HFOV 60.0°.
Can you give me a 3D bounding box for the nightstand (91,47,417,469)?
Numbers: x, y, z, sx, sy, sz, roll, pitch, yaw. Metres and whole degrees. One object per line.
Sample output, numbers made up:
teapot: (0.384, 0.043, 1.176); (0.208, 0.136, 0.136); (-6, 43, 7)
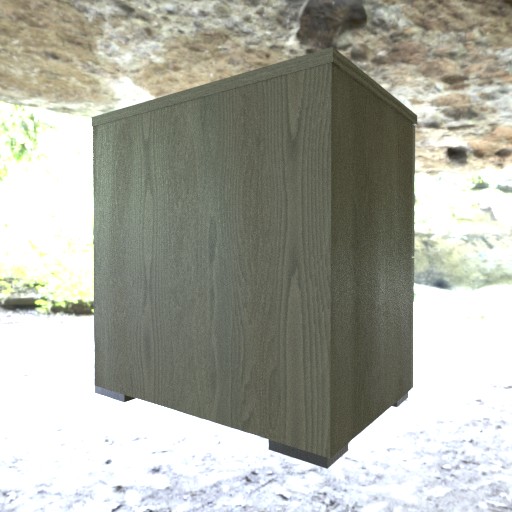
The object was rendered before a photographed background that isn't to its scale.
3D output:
nightstand: (0.000, 0.000, 0.743); (0.442, 0.461, 0.325); (1, 1, 36)
